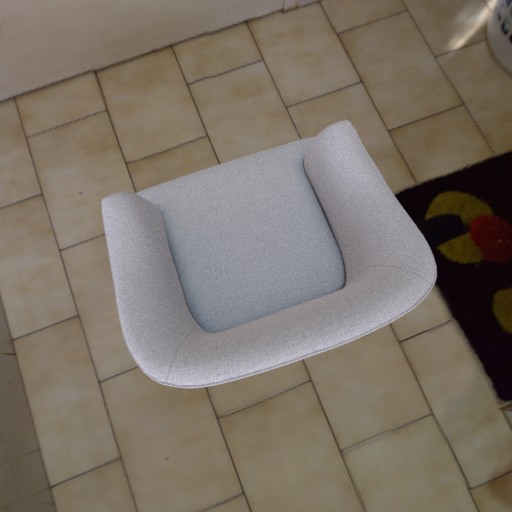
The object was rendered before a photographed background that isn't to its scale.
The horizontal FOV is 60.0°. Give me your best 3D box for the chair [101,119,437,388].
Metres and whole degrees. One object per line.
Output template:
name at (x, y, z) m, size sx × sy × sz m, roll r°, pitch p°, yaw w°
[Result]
chair at (0.000, 0.000, 1.421) m, size 0.798 × 0.815 × 0.704 m, roll -19°, pitch 76°, yaw -5°
